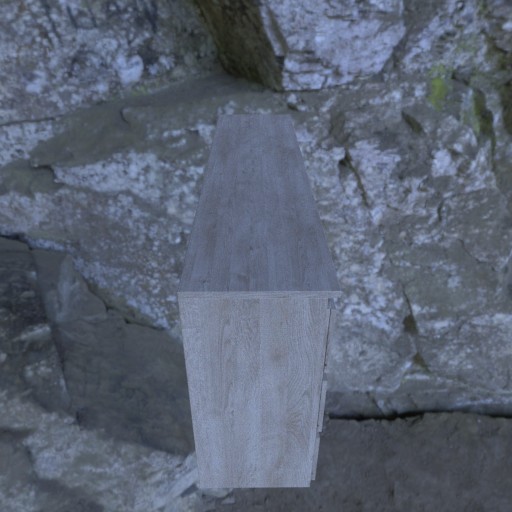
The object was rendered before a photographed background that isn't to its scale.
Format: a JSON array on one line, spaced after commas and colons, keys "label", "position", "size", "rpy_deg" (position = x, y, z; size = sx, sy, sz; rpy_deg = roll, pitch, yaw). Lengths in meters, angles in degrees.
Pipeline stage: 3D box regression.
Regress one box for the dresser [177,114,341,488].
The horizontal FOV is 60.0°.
[{"label": "dresser", "position": [0.000, 0.000, 1.910], "size": [0.390, 0.795, 1.590], "rpy_deg": [0, 32, -1]}]
